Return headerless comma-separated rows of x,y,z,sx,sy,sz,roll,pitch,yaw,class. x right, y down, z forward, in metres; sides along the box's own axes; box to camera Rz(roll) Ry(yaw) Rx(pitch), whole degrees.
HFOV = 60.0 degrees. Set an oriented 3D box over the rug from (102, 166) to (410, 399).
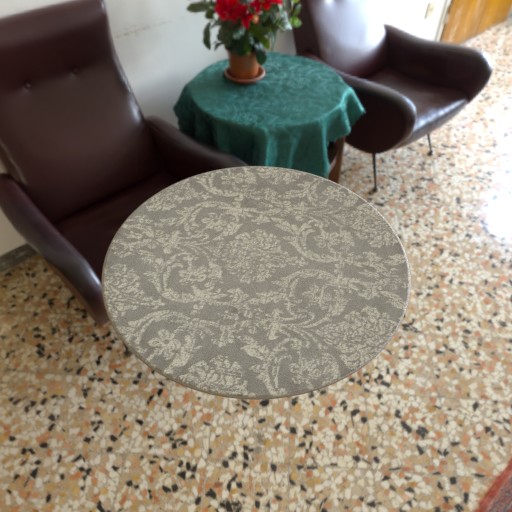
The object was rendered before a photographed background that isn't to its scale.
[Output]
0.000,0.000,2.348,1.593,0.012,1.593,0,47,0,rug
